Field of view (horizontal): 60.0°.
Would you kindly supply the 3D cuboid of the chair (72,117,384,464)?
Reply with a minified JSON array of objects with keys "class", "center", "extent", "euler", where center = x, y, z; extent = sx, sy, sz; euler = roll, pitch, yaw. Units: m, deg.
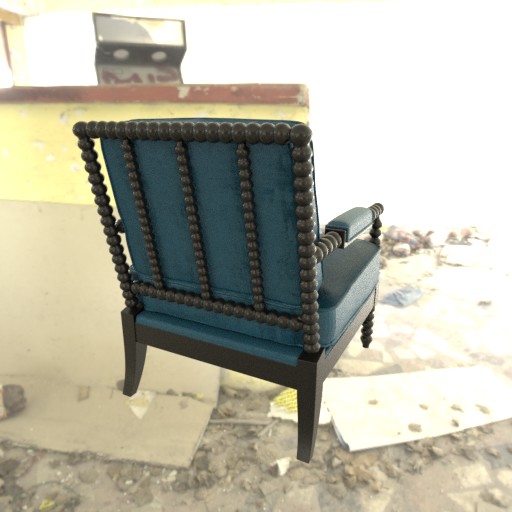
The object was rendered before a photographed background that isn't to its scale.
[{"class":"chair","center":[0.000,0.000,1.429],"extent":[0.688,0.857,0.805],"euler":[9,20,26]}]
